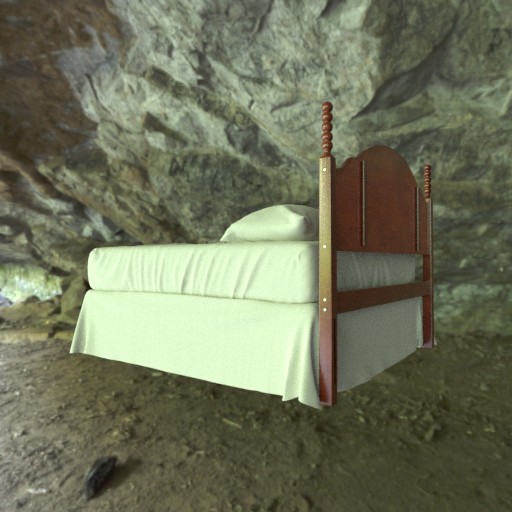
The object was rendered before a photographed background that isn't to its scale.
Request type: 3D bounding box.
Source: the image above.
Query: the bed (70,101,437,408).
[{"bbox_3d":[0.000,0.000,3.206,2.040,1.356,1.873,-1,-1,36],"label":"bed"}]
